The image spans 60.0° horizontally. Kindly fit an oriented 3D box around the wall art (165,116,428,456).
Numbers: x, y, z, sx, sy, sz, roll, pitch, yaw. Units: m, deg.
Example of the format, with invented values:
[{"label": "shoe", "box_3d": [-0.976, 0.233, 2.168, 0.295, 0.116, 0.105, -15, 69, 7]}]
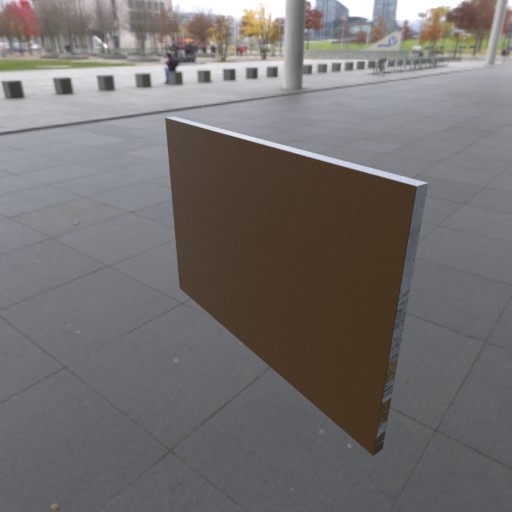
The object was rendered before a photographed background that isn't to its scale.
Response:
[{"label": "wall art", "box_3d": [0.000, 0.000, 1.478, 0.041, 0.762, 1.145, -17, 31, -32]}]
